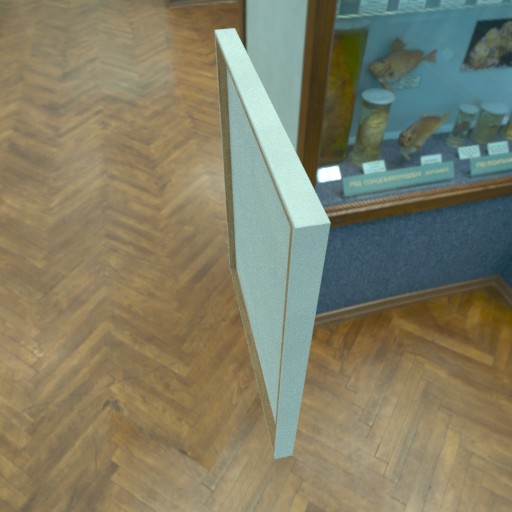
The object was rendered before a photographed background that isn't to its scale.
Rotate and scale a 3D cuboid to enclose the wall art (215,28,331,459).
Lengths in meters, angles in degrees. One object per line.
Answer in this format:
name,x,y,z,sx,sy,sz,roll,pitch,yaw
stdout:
wall art,0.000,0.000,0.807,0.037,0.606,0.508,-9,47,-8
